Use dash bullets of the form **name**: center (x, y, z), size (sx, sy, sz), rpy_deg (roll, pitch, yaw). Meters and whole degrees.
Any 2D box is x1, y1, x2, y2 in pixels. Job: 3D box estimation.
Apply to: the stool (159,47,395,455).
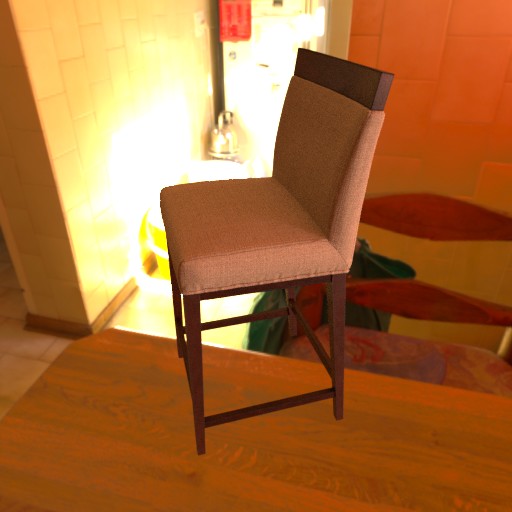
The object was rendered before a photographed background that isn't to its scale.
- **stool**: center (0.000, 0.000, 1.243), size (0.480, 1.011, 0.463), rpy_deg (-8, 32, -14)
